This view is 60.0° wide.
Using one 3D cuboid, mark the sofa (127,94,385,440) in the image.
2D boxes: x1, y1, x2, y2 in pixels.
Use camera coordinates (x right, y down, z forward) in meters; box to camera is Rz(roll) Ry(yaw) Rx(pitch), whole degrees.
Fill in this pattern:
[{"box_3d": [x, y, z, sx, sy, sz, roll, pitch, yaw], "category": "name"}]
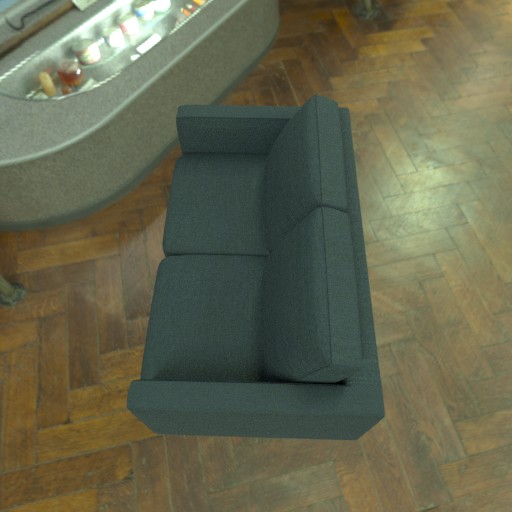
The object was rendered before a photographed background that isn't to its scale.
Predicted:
[{"box_3d": [0.000, 0.000, 2.274, 0.999, 0.907, 1.659, 1, 59, 1], "category": "sofa"}]
